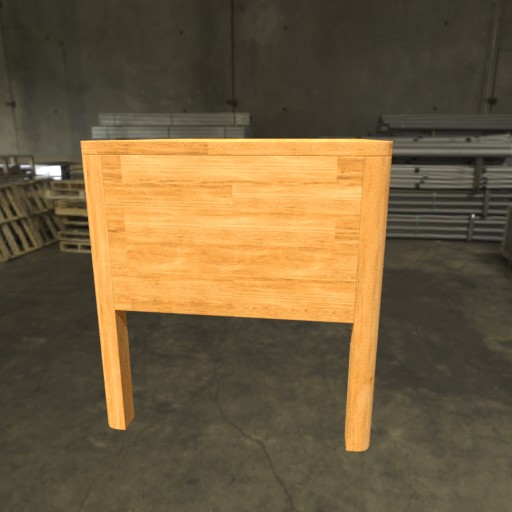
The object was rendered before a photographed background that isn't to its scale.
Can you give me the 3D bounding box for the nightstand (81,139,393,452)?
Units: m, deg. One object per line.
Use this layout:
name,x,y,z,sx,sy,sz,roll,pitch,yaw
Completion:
nightstand,0.000,0.000,0.927,0.440,0.470,0.560,2,15,8
